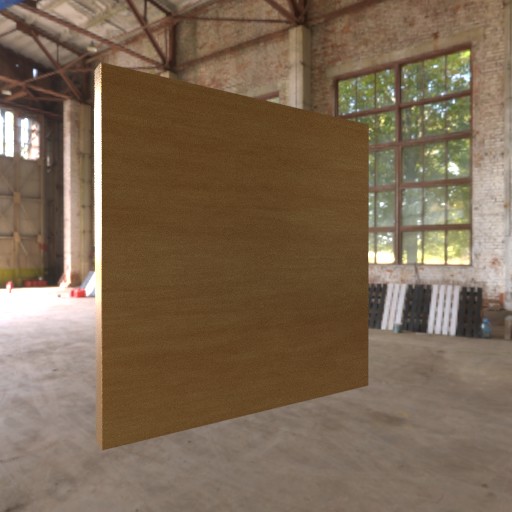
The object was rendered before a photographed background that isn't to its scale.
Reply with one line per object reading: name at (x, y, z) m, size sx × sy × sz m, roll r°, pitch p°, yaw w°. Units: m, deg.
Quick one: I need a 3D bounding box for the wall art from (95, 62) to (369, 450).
wall art at (0.000, 0.000, 0.437) m, size 0.302 × 0.302 × 0.019 m, roll 0°, pitch 1°, yaw -34°
